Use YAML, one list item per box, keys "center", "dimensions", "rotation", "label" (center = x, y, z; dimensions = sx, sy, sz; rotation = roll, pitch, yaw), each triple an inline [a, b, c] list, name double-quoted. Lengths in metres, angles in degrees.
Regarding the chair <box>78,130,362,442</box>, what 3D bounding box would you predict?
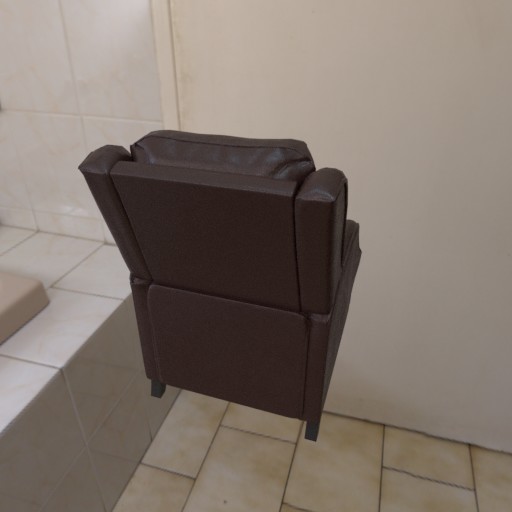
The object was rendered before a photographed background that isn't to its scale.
- center: [0.000, 0.000, 1.780]
  dimensions: [0.770, 1.132, 0.982]
  rotation: [10, 31, 16]
  label: "chair"
